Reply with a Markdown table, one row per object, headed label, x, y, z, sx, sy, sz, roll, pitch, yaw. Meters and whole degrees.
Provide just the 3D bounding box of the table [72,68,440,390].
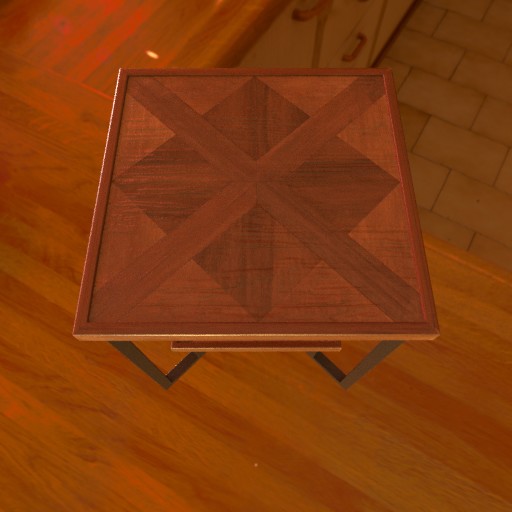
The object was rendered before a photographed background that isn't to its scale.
| label | x | y | z | sx | sy | sz | roll | pitch | yaw |
| --- | --- | --- | --- | --- | --- | --- | --- | --- | --- |
| table | 0.000 | 0.000 | 0.964 | 0.503 | 0.563 | 0.503 | 0 | 65 | 0 |
